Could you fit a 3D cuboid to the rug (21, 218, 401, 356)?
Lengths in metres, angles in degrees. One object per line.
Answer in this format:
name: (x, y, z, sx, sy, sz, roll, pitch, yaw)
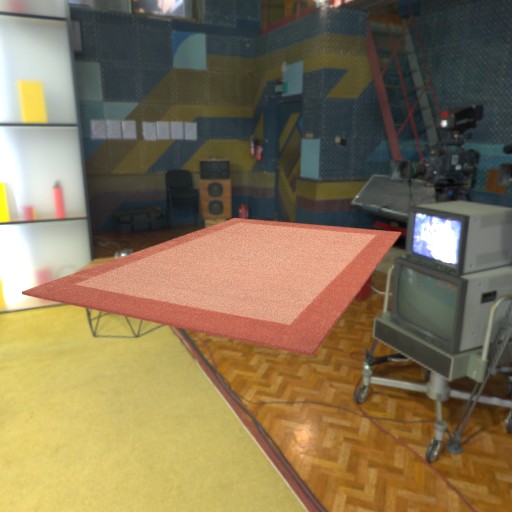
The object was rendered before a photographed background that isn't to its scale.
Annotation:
rug: (0.000, 0.000, 2.318, 1.219, 0.014, 1.829, 7, 17, 24)
